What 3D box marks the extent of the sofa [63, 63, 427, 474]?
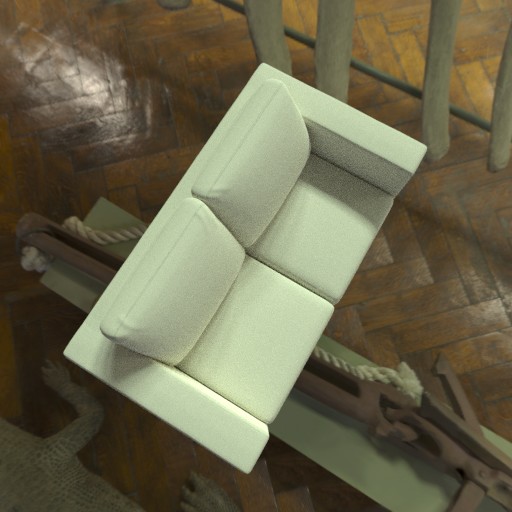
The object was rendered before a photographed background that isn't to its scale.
[{"bbox_3d":[0.000,0.000,2.333,1.009,0.932,1.813,30,78,7],"label":"sofa"}]
